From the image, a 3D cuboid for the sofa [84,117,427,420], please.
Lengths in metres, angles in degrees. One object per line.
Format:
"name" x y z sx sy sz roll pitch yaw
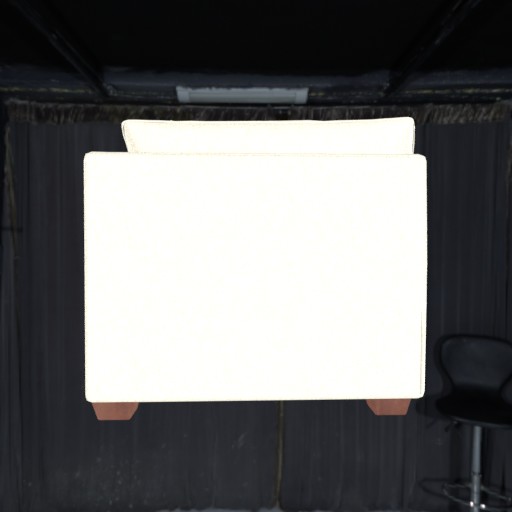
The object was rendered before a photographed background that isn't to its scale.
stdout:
"sofa" 0.000 0.000 1.917 1.084 1.002 1.146 0 1 -2
